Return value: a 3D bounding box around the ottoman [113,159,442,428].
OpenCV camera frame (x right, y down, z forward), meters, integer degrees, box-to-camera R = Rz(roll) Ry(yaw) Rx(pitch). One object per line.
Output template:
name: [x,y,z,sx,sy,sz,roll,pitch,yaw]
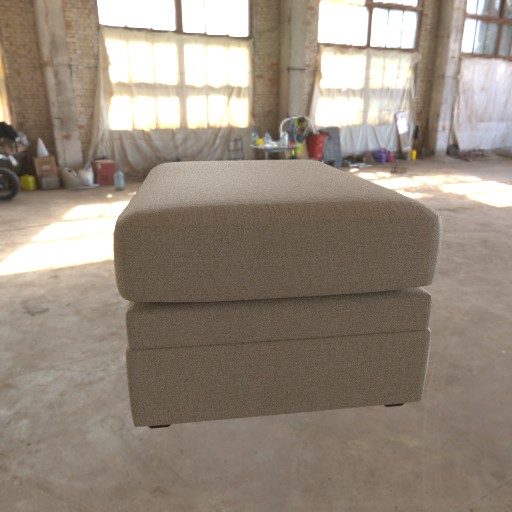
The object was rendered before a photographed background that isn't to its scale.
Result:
ottoman: [0.000,0.000,1.246,0.637,0.478,0.885,-2,18,-7]
